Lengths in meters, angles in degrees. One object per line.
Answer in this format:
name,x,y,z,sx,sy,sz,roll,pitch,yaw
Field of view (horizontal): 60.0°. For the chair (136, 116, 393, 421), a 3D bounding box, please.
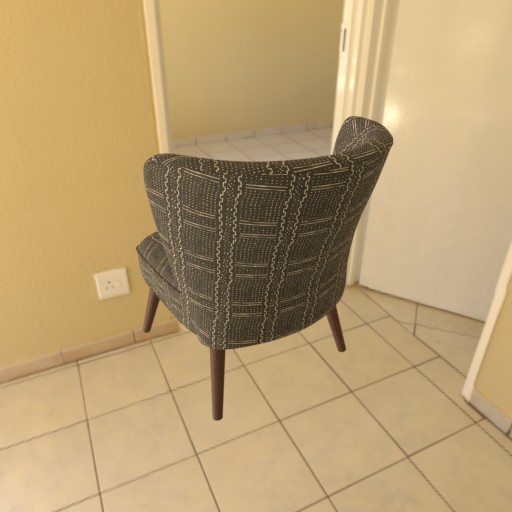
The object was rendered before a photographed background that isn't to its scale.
chair,0.000,0.000,1.444,0.710,0.866,0.758,-20,36,-29
